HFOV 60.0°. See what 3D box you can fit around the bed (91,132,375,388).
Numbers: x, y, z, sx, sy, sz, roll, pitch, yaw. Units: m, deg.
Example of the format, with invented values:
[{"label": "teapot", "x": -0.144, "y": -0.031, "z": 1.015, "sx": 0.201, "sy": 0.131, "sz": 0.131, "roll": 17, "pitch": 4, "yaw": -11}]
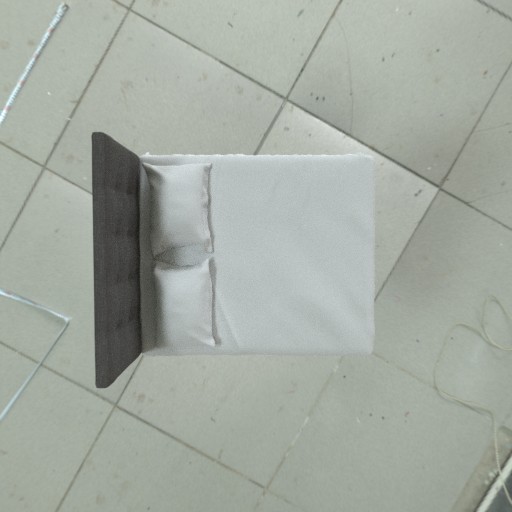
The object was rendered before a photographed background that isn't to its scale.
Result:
[{"label": "bed", "x": 0.000, "y": 0.000, "z": 3.564, "sx": 2.222, "sy": 1.577, "sz": 1.936, "roll": 0, "pitch": 92, "yaw": 0}]
